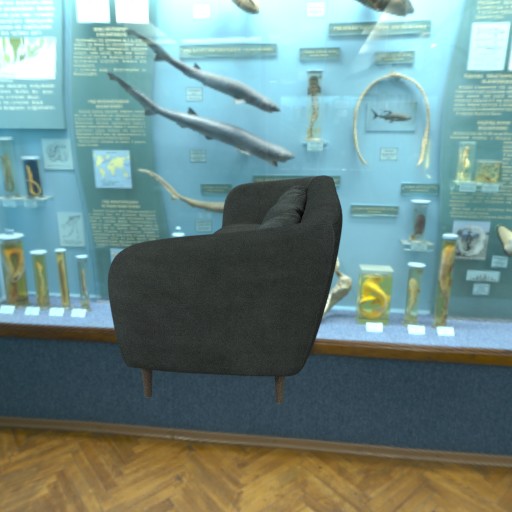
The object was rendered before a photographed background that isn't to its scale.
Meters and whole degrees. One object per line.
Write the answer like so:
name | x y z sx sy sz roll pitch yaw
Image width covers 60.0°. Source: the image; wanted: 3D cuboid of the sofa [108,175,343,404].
sofa | 0.000 0.000 2.732 0.956 0.875 2.296 2 15 8
